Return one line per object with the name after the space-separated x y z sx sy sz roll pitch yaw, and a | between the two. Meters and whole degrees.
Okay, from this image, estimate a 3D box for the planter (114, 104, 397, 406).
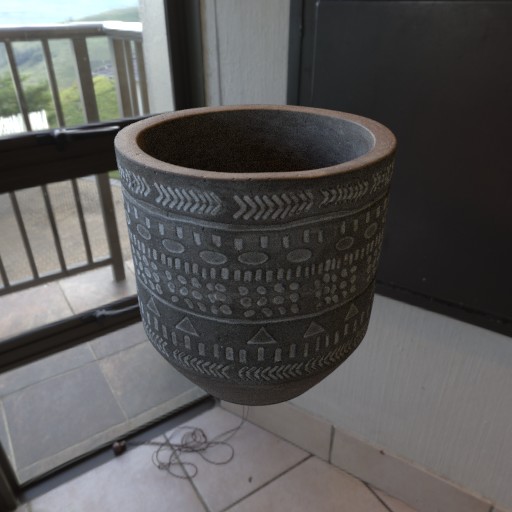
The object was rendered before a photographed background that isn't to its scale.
0.000 0.000 0.266 0.142 0.149 0.142 0 30 0 | planter
